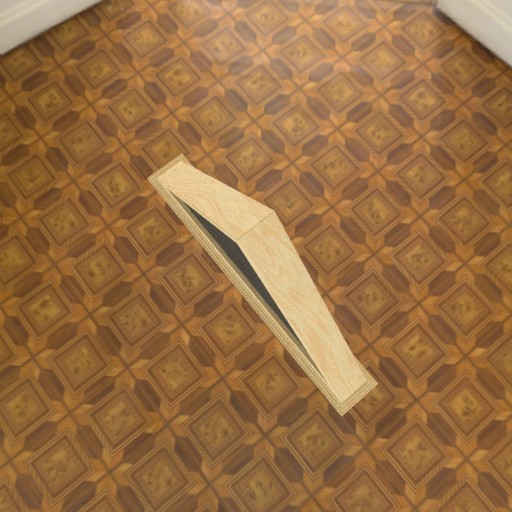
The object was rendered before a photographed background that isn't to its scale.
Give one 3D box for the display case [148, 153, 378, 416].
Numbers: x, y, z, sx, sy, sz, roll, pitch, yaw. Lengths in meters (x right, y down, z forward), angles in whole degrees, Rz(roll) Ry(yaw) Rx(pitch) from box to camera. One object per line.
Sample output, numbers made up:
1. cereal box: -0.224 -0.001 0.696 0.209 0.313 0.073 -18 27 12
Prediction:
1. display case: 0.000 0.000 0.764 0.095 0.340 0.640 -38 79 -9
